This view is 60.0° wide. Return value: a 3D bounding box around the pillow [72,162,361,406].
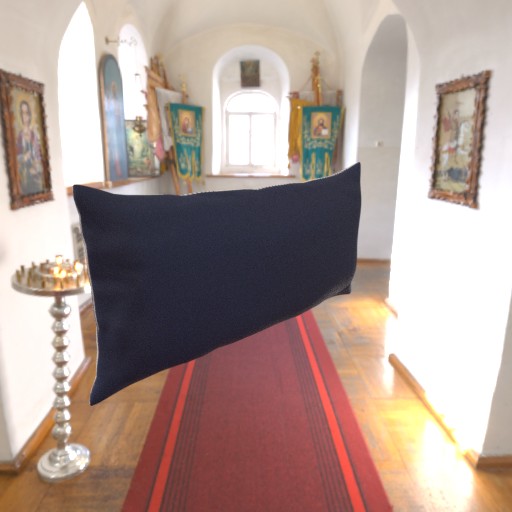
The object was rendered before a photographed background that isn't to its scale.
[{"bbox_3d":[0.000,0.000,0.739,0.151,0.287,0.610,14,20,42],"label":"pillow"}]
